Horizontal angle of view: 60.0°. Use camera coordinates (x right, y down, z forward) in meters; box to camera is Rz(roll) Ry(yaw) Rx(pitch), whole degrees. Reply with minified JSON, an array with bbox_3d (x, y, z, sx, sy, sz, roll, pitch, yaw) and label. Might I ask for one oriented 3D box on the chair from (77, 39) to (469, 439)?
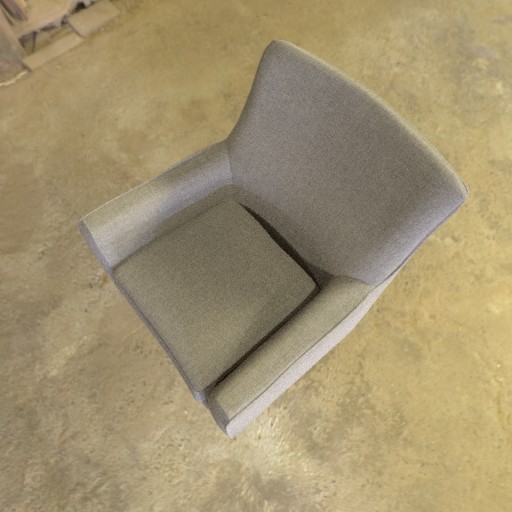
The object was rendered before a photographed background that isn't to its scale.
[{"bbox_3d":[0.000,0.000,1.717,0.993,1.047,0.887,-36,68,-17],"label":"chair"}]
